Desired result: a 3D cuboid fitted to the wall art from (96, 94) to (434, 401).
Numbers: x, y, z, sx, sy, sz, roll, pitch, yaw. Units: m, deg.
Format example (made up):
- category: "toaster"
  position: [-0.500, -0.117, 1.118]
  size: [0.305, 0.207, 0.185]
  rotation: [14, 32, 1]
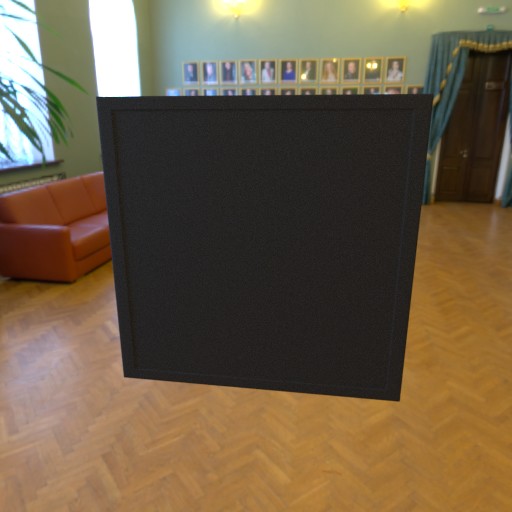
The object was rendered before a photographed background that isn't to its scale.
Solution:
- category: "wall art"
  position: [0.000, 0.000, 0.818]
  size: [0.562, 0.558, 0.012]
  rotation: [3, 17, 8]
